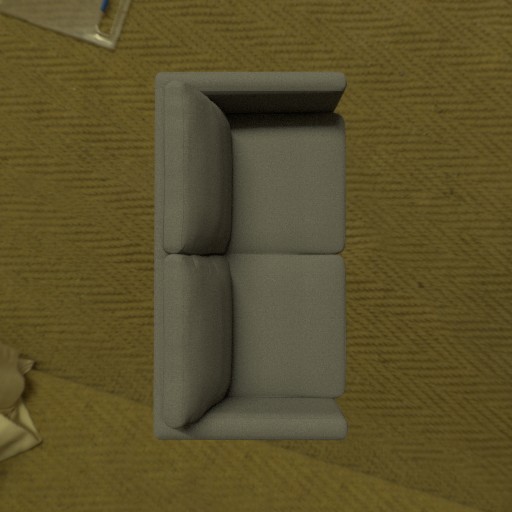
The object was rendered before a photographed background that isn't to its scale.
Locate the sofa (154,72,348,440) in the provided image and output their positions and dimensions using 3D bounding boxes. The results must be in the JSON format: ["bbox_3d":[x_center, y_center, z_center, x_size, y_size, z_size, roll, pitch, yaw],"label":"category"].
[{"bbox_3d":[0.000,0.000,2.280,0.940,0.866,1.713,0,89,0],"label":"sofa"}]
